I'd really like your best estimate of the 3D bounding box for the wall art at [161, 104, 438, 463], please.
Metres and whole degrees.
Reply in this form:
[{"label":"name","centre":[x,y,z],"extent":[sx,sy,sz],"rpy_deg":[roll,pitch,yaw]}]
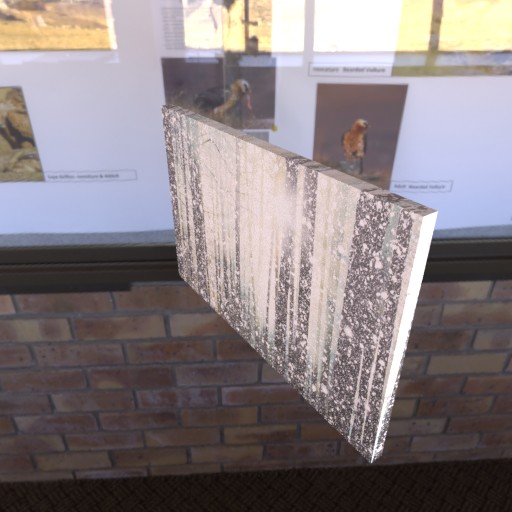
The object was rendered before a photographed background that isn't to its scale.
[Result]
[{"label":"wall art","centre":[0.000,0.000,1.148],"extent":[0.038,0.598,0.919],"rpy_deg":[-20,36,-30]}]
